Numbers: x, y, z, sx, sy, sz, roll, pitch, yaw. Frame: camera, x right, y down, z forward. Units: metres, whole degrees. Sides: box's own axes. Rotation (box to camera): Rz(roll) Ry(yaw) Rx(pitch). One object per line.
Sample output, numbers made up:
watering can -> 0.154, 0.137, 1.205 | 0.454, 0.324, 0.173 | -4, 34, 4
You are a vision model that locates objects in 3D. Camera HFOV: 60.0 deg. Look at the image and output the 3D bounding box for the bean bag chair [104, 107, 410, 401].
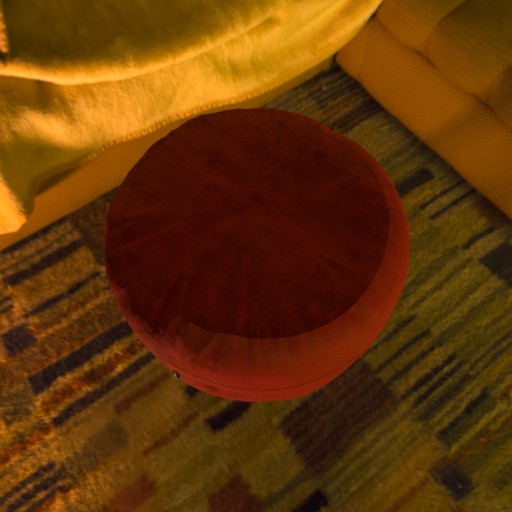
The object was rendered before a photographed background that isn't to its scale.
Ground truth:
bean bag chair -> 0.000, 0.000, 1.952 | 1.219, 0.762, 1.219 | 0, 63, 0
